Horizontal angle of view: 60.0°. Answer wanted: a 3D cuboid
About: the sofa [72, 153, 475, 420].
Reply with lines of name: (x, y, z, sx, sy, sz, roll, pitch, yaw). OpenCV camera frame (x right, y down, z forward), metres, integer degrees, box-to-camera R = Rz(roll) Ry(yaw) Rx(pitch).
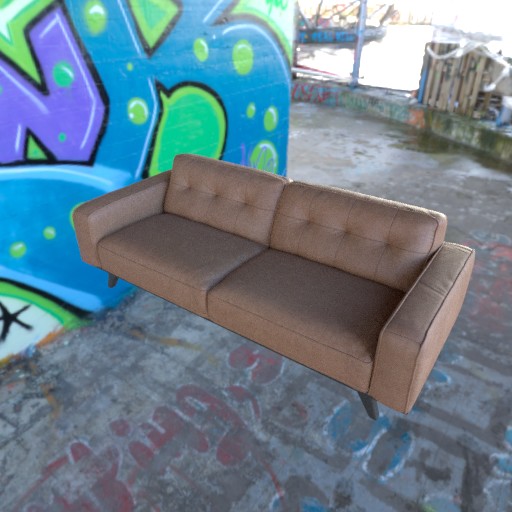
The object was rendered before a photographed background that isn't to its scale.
sofa: (0.000, 0.000, 2.686, 2.270, 0.780, 0.953, 20, 36, 30)
